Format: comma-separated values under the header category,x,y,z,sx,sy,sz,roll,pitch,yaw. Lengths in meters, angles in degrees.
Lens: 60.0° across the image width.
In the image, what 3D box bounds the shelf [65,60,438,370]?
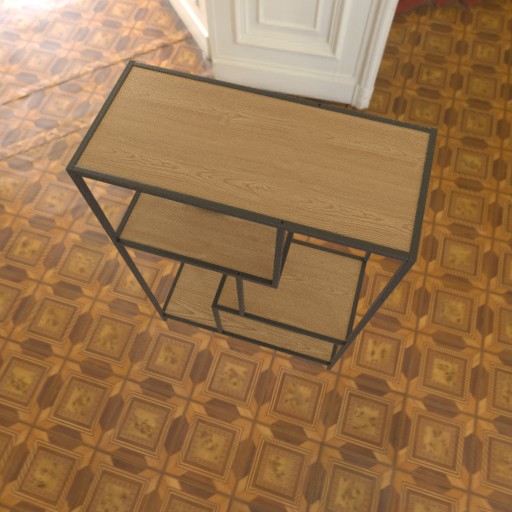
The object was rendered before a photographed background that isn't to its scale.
category,x,y,z,sx,sy,sz,roll,pitch,yaw
shelf,0.000,0.000,1.512,0.770,1.138,0.350,15,66,7
